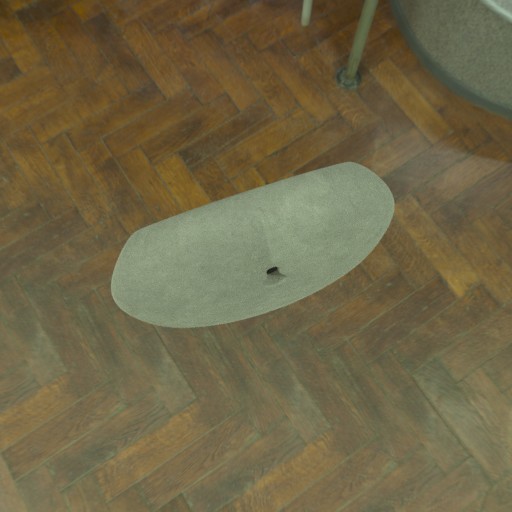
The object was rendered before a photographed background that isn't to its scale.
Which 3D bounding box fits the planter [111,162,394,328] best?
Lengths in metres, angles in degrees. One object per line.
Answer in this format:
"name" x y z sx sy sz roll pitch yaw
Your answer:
"planter" 0.000 0.000 0.290 0.185 0.188 0.071 -19 76 -5
